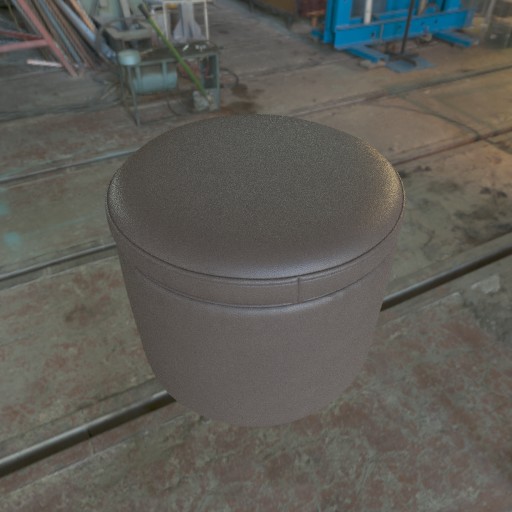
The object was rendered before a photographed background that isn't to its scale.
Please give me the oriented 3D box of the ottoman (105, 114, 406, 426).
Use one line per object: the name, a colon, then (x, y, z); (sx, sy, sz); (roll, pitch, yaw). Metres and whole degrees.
ottoman: (0.000, 0.000, 0.861); (0.500, 0.409, 0.500); (0, 41, 0)
